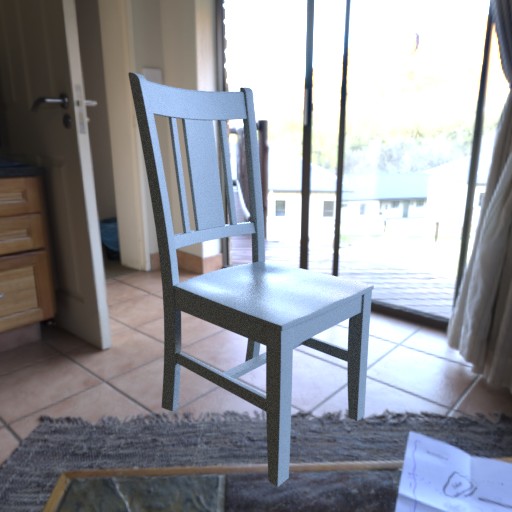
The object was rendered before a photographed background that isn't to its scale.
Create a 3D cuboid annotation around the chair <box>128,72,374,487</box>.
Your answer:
[{"bbox_3d":[0.000,0.000,1.284,0.555,0.998,0.450,13,19,42],"label":"chair"}]
